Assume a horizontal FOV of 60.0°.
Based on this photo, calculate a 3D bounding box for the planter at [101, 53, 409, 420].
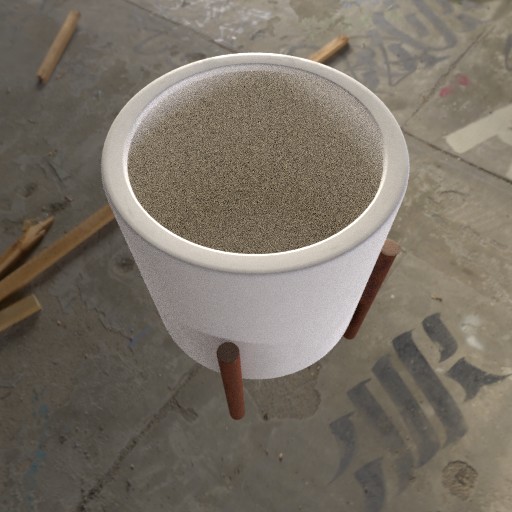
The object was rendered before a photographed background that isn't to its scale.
[{"bbox_3d":[0.000,0.000,0.854,0.421,0.581,0.420,-28,62,-16],"label":"planter"}]
